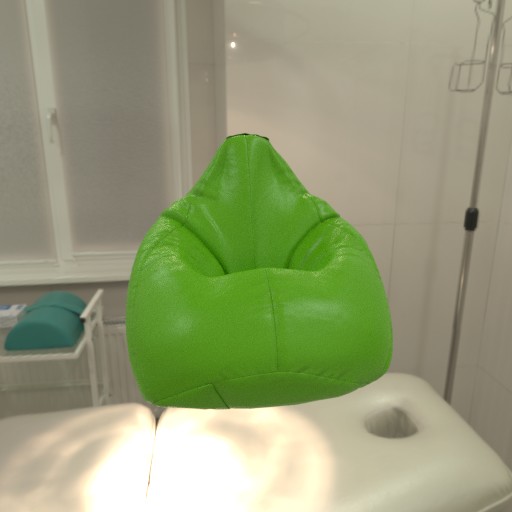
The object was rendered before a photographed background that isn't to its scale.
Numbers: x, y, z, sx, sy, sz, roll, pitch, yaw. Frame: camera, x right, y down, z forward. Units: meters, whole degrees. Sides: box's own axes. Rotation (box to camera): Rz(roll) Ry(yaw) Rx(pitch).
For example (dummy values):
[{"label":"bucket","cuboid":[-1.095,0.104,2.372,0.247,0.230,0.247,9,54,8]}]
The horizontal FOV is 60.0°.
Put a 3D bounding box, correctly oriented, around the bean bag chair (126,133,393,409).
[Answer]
[{"label":"bean bag chair","cuboid":[0.000,0.000,1.854,1.070,0.990,1.070,-2,16,-7]}]
